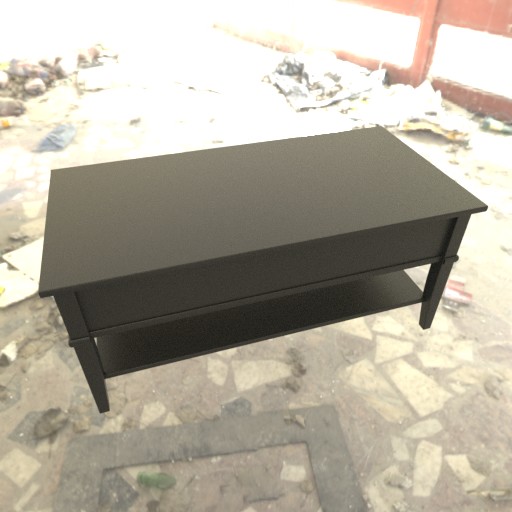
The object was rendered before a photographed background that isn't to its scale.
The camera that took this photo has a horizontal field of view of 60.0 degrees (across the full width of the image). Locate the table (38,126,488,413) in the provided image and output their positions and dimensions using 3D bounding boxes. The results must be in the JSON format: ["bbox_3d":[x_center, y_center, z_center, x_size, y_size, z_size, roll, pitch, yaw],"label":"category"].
[{"bbox_3d":[0.000,0.000,1.317,1.044,0.470,0.523,-11,40,-13],"label":"table"}]
